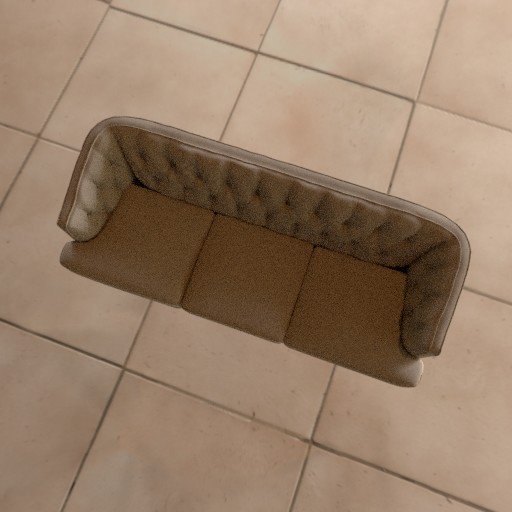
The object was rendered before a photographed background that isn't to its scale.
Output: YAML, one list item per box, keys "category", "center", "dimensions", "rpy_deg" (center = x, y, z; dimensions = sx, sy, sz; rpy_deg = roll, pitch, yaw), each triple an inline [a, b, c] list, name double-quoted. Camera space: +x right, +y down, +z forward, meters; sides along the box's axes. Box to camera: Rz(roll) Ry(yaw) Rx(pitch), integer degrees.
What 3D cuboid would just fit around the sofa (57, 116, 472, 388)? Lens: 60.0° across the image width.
- category: "sofa"
  center: [0.000, 0.000, 2.757]
  dimensions: [2.278, 0.855, 0.941]
  rpy_deg: [18, 76, 5]
